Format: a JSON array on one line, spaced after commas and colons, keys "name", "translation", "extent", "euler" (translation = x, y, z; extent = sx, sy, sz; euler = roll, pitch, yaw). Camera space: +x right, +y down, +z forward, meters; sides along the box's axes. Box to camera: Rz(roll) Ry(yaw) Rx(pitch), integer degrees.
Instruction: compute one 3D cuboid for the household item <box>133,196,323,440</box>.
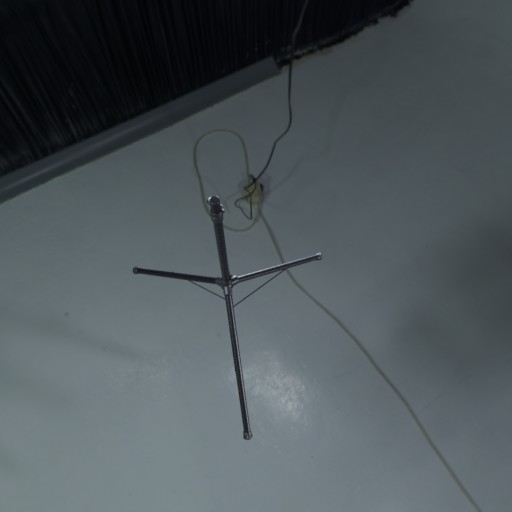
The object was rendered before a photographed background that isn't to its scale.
[{"name": "household item", "translation": [0.000, 0.000, 2.775], "extent": [1.339, 1.595, 1.596], "euler": [-32, 67, -15]}]
